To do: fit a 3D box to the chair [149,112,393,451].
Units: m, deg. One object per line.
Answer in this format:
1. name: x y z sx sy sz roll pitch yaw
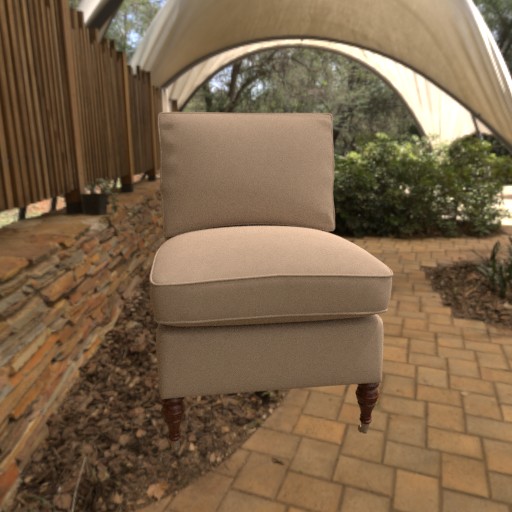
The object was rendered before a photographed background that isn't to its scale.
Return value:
1. chair: 0.000 0.000 1.654 0.724 1.052 0.912 -2 14 -8
